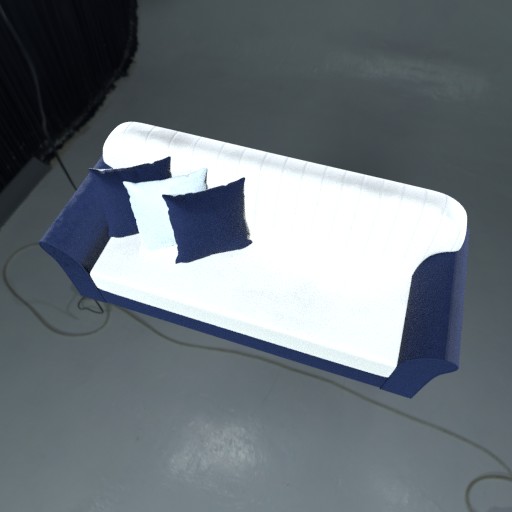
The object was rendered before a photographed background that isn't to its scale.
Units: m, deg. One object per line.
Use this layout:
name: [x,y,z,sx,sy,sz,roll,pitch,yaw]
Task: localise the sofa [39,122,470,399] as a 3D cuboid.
sofa: [0.000,0.000,2.326,2.006,0.789,0.749,15,58,10]
